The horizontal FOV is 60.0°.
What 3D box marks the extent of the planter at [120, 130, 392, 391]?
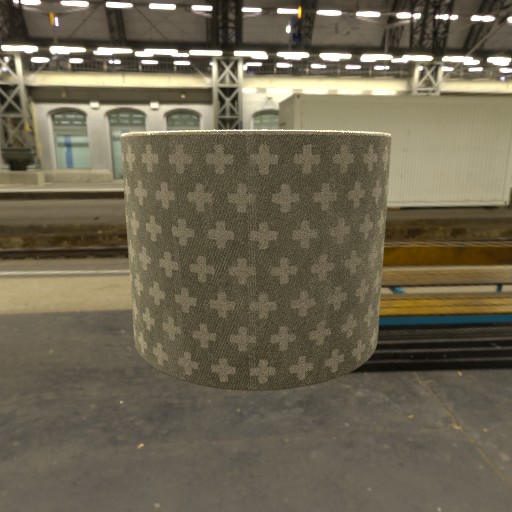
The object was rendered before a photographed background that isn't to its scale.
[{"bbox_3d":[0.000,0.000,0.454,0.250,0.239,0.250,0,14,0],"label":"planter"}]
